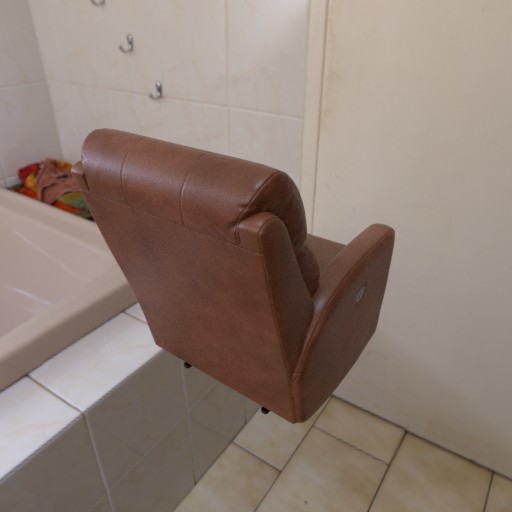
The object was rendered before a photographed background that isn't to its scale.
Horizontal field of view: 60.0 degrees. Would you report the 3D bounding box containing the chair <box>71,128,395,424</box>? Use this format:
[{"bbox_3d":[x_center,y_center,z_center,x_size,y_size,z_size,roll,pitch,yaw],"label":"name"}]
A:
[{"bbox_3d":[0.000,0.000,1.673,0.787,1.016,0.939,20,36,31],"label":"chair"}]
